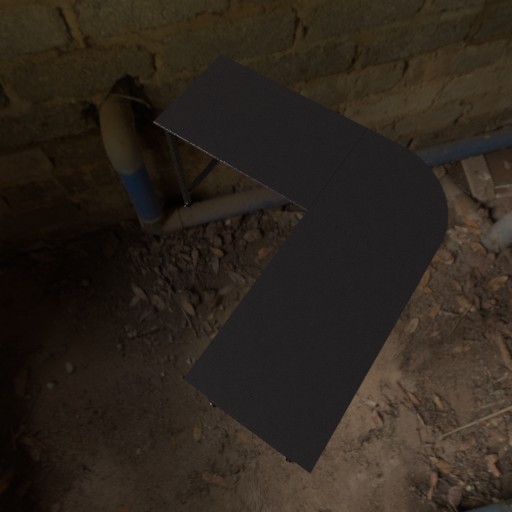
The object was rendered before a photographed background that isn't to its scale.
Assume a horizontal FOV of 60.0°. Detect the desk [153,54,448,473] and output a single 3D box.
[{"bbox_3d":[0.000,0.000,2.230,1.400,0.762,1.400,32,69,14],"label":"desk"}]
